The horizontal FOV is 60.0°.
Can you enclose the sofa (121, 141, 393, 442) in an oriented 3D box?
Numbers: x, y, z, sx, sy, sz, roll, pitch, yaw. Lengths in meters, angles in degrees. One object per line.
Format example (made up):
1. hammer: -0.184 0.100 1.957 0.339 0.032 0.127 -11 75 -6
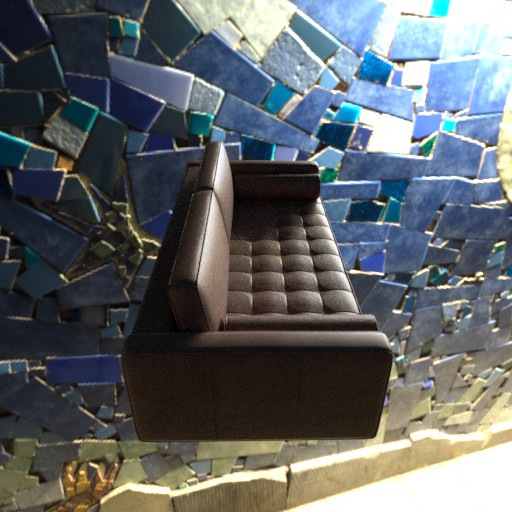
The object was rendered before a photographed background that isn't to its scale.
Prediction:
1. sofa: 0.000 0.000 2.292 0.910 0.760 1.870 0 31 -1
